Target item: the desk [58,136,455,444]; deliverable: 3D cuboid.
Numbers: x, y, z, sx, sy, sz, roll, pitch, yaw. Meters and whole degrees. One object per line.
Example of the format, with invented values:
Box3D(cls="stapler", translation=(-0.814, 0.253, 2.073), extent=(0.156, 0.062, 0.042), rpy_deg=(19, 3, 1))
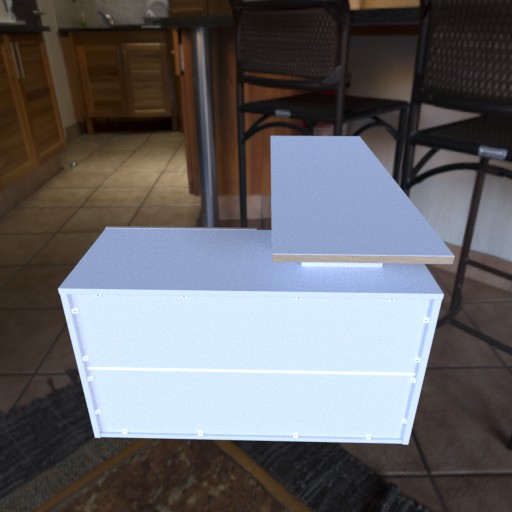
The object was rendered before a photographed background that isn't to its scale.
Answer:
Box3D(cls="desk", translation=(0.000, 0.000, 1.991), extent=(1.098, 0.755, 1.404), rpy_deg=(1, 28, 1))
